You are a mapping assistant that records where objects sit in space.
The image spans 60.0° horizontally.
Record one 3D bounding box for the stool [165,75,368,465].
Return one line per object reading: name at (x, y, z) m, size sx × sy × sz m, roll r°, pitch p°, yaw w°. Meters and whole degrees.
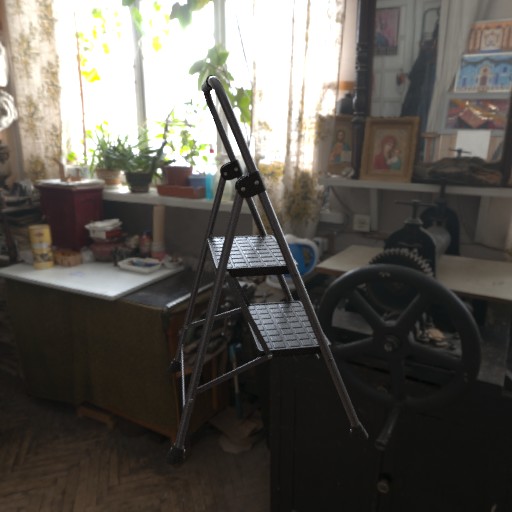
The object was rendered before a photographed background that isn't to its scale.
stool at (0.000, 0.000, 1.176) m, size 0.514 × 0.872 × 0.450 m, roll -3°, pitch 17°, yaw -10°
